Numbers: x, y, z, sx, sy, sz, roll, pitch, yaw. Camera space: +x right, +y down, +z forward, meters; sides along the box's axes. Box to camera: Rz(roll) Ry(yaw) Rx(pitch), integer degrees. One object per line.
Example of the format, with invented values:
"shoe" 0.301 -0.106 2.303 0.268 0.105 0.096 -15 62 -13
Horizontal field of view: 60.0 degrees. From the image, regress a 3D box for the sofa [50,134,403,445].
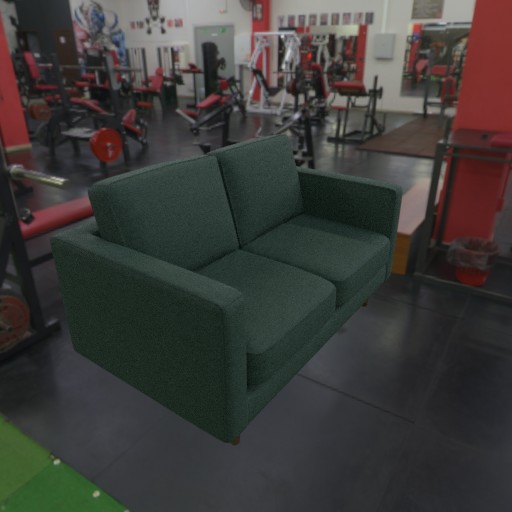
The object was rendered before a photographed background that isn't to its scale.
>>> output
"sofa" 0.000 0.000 2.041 0.879 0.899 1.430 17 31 32
